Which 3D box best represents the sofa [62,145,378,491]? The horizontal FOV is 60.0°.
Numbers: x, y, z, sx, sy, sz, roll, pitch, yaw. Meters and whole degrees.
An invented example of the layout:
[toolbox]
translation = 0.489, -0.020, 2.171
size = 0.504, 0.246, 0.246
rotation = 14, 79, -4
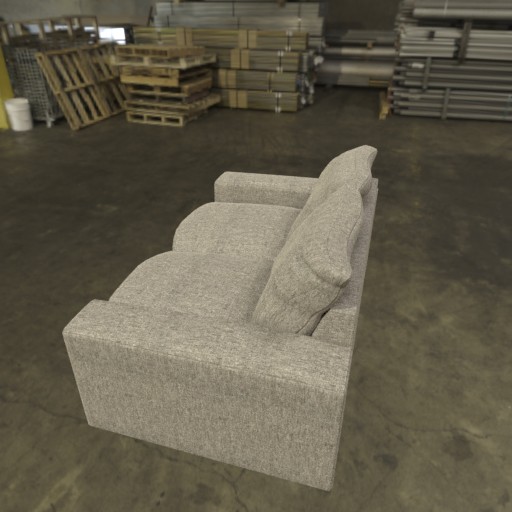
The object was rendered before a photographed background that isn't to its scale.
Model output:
[sofa]
translation = 0.000, 0.000, 2.262
size = 1.094, 0.877, 1.758
rotation = 9, 32, 14
